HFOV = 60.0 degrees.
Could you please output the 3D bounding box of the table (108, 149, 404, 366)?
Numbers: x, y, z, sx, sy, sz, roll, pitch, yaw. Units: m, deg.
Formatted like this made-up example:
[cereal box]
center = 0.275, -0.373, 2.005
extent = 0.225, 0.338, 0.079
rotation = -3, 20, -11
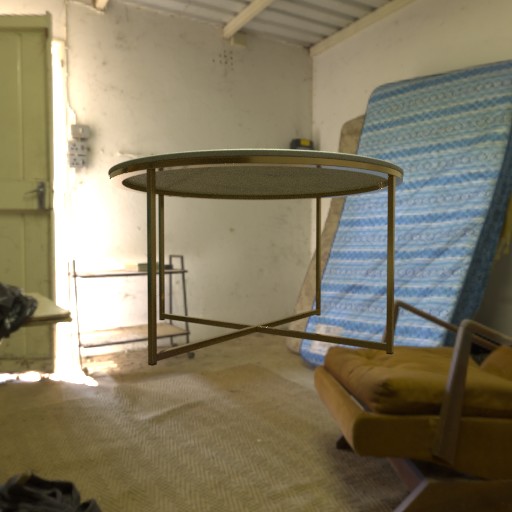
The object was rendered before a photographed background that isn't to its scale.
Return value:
[table]
center = 0.000, 0.000, 1.272
extent = 0.800, 0.450, 0.800
rotation = 0, 2, 0
